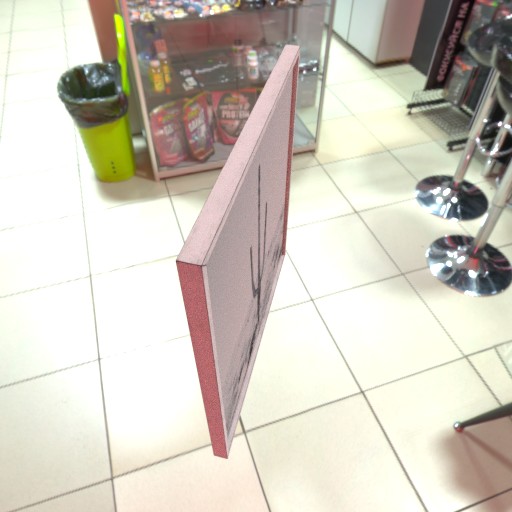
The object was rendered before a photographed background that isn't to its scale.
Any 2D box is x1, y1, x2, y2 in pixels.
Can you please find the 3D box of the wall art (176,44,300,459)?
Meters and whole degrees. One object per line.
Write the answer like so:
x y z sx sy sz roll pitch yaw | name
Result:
0.000 0.000 1.140 0.038 0.762 0.762 10 48 10 | wall art
